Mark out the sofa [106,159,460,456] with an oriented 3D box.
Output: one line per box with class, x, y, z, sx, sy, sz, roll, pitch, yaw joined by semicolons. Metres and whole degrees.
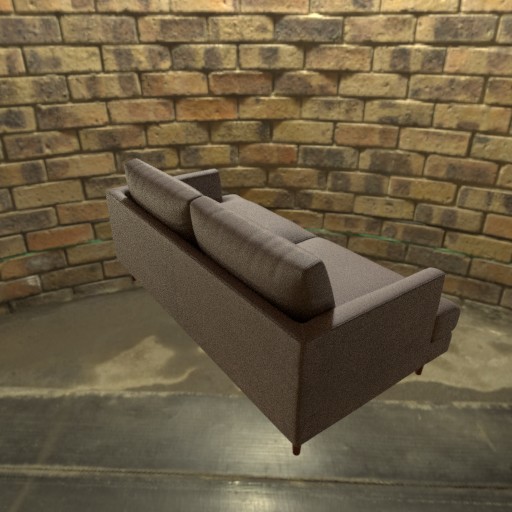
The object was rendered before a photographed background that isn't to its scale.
sofa;0.000;0.000;2.521;1.020;0.868;1.948;-18;33;-31
